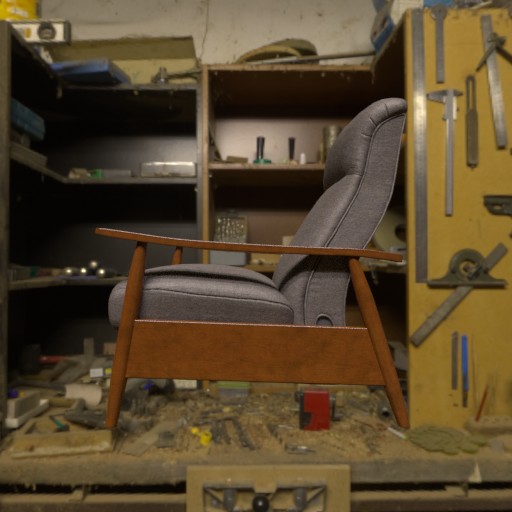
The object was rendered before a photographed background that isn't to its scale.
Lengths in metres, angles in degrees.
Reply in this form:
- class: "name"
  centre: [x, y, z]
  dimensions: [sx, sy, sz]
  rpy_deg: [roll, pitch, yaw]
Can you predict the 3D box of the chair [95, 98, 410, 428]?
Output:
- class: "chair"
  centre: [0.000, 0.000, 1.762]
  dimensions: [1.014, 1.081, 0.762]
  rpy_deg: [0, 0, 0]
